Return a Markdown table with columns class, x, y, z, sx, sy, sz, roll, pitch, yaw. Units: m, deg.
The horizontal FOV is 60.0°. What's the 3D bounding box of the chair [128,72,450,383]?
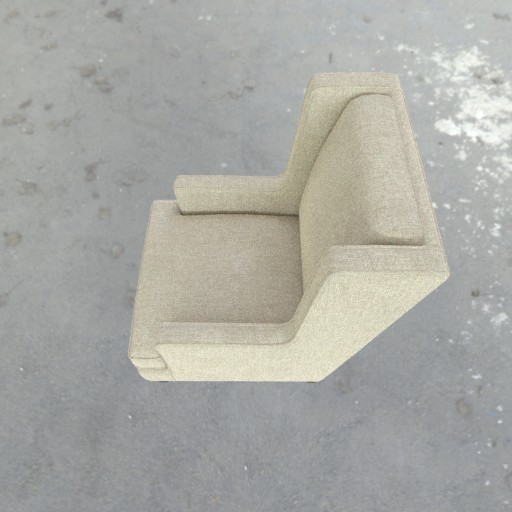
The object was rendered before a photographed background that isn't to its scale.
| class | x | y | z | sx | sy | sz | roll | pitch | yaw |
| --- | --- | --- | --- | --- | --- | --- | --- | --- | --- |
| chair | 0.000 | 0.000 | 1.706 | 0.948 | 1.082 | 0.764 | 0 | 59 | 0 |
